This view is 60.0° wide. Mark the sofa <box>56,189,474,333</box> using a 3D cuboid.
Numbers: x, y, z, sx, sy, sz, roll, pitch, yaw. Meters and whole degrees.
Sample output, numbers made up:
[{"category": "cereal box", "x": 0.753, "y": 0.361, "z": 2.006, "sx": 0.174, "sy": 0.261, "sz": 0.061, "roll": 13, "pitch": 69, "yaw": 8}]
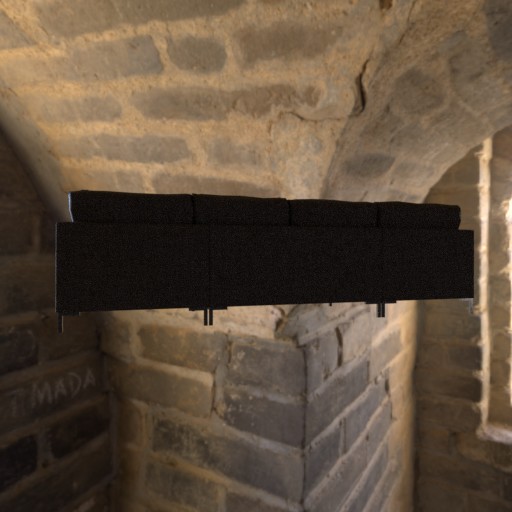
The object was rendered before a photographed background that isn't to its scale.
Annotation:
[{"category": "sofa", "x": 0.000, "y": 0.000, "z": 4.346, "sx": 3.423, "sy": 0.999, "sz": 2.048, "roll": 0, "pitch": 0, "yaw": -17}]
